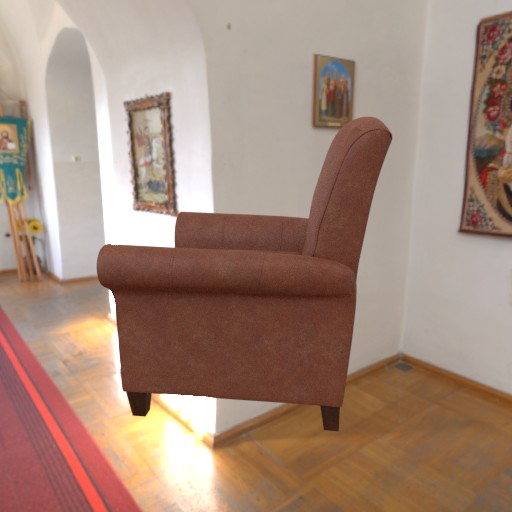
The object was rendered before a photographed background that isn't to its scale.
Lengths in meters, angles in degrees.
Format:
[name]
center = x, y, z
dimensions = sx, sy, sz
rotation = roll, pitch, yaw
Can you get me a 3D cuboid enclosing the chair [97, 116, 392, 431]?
[chair]
center = 0.000, 0.000, 1.791
dimensions = 0.902, 1.061, 0.978
rotation = 2, 13, 7
